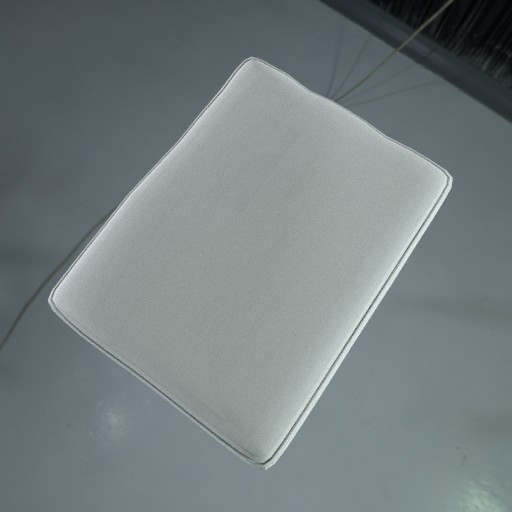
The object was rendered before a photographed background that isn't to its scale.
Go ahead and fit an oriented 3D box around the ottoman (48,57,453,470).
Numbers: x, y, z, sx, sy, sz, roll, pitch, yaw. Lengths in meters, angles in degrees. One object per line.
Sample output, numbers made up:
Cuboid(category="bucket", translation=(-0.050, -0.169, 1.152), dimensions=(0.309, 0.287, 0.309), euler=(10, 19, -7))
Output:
Cuboid(category="ottoman", translation=(0.000, 0.000, 1.197), dimensions=(0.634, 0.479, 0.818), euler=(34, 78, 9))
